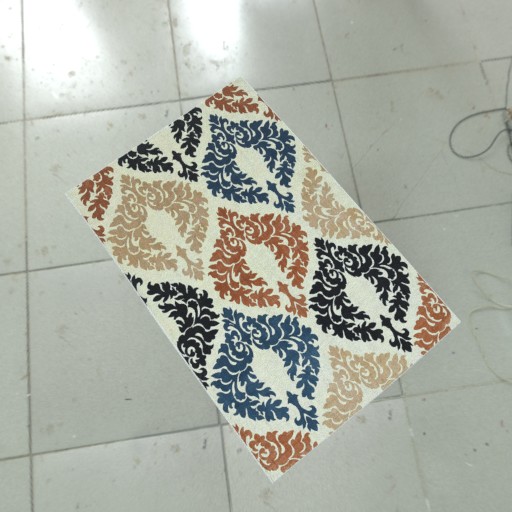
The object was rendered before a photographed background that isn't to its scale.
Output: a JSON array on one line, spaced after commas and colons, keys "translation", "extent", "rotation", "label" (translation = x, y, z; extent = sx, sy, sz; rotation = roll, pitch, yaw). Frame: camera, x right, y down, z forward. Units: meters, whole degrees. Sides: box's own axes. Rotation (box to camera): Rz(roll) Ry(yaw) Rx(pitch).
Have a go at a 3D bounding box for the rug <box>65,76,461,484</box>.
[{"translation": [0.000, 0.000, 2.887], "extent": [1.514, 0.014, 2.275], "rotation": [-37, 78, -9], "label": "rug"}]
